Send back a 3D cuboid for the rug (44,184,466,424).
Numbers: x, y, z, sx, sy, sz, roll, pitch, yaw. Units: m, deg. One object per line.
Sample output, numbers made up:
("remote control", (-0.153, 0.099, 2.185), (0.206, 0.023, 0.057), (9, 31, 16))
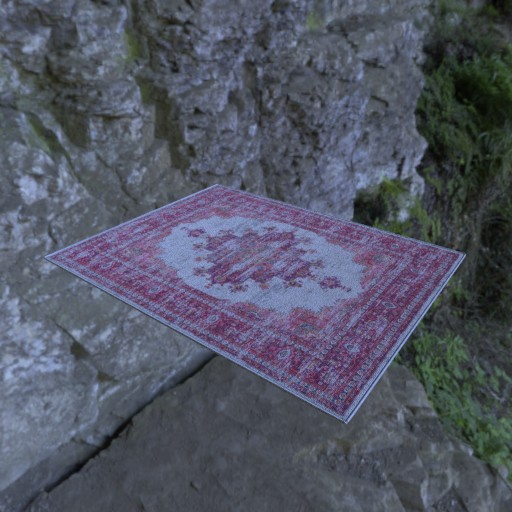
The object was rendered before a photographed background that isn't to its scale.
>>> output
("rug", (0.000, 0.000, 4.145), (3.123, 0.017, 2.447), (20, 35, 32))
